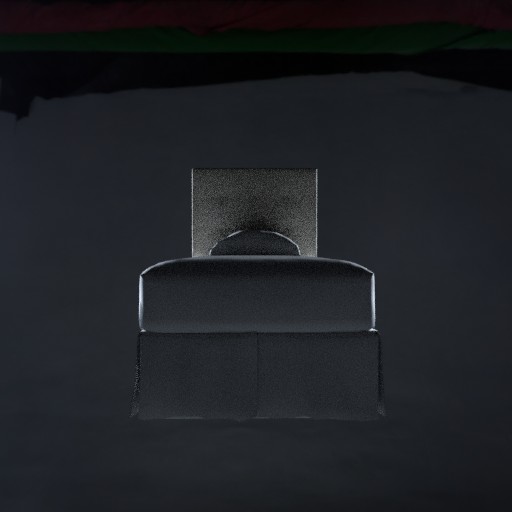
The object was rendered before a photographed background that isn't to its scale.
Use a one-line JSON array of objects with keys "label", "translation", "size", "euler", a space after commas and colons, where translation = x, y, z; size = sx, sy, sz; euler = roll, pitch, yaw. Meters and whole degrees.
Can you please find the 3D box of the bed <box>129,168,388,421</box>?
[{"label": "bed", "translation": [0.000, 0.000, 3.100], "size": [1.261, 1.571, 1.997], "euler": [0, 1, -1]}]
